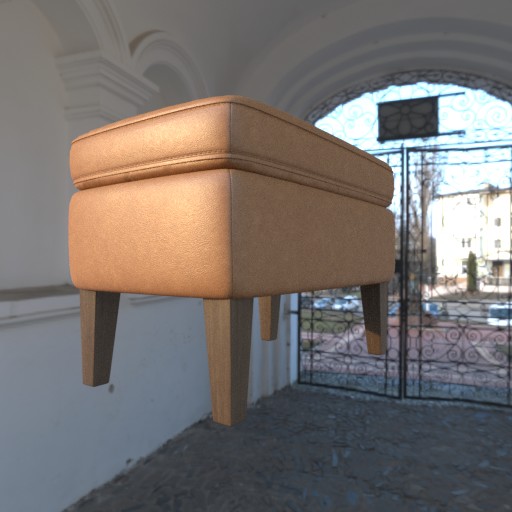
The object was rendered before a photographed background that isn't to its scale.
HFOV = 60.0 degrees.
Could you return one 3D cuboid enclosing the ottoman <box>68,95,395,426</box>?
[{"bbox_3d":[0.000,0.000,0.950,0.420,0.480,0.670,0,-1,36],"label":"ottoman"}]
